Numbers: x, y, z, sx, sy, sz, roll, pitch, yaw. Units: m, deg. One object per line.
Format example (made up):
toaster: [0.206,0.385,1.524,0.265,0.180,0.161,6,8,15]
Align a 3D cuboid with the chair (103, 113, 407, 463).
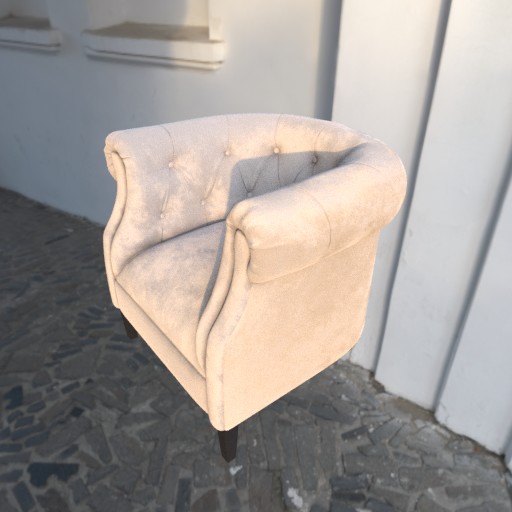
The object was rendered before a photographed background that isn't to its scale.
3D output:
chair: [0.000,0.000,1.565,0.851,0.826,0.904,-22,38,-32]
